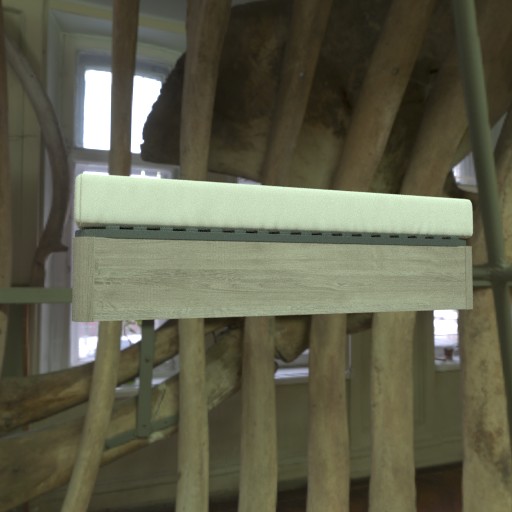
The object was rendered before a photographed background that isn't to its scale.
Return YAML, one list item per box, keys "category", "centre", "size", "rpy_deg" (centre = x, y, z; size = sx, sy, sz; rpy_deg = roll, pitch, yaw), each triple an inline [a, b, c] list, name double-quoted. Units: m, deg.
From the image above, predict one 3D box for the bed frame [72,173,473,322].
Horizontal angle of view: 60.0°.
- category: "bed frame"
  centre: [0.000, 0.000, 2.587]
  size: [1.900, 0.561, 1.400]
  rpy_deg: [1, -2, -19]
